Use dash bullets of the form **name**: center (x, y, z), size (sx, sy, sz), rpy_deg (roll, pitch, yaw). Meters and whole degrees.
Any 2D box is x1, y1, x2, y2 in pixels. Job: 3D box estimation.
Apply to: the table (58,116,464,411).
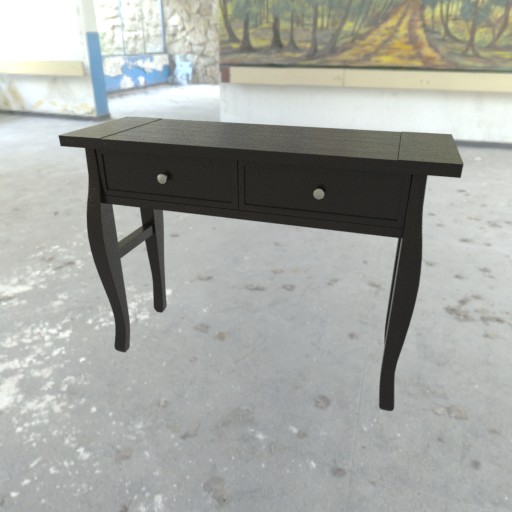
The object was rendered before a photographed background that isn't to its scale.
- **table**: center (0.000, 0.000, 1.430), size (1.062, 0.768, 0.373), rpy_deg (8, 27, 16)
